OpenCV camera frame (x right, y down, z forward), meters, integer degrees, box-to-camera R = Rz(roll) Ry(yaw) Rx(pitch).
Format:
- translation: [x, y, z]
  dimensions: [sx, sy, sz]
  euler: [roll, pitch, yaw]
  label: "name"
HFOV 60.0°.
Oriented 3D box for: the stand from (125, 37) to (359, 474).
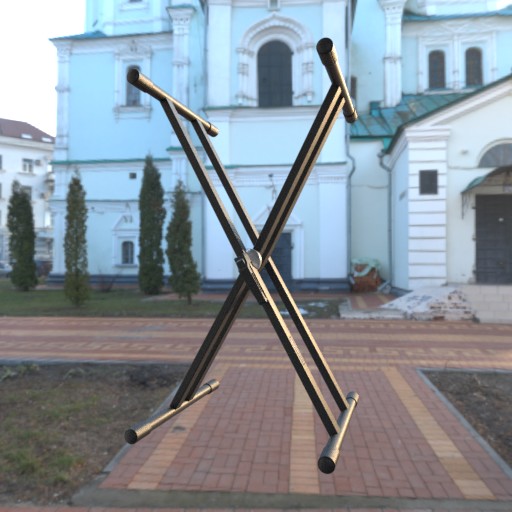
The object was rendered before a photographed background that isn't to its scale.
- translation: [0.000, 0.000, 1.216]
  dimensions: [0.503, 0.900, 0.495]
  euler: [0, -1, 19]
  label: "stand"
